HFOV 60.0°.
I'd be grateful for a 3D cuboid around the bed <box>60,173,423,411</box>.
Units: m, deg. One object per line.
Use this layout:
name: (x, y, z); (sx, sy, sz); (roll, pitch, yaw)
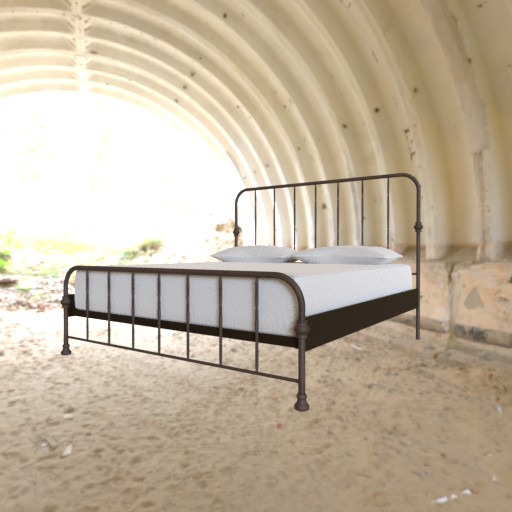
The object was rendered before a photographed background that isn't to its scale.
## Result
bed: (0.000, 0.000, 3.529); (2.044, 1.446, 2.134); (1, 1, 35)
